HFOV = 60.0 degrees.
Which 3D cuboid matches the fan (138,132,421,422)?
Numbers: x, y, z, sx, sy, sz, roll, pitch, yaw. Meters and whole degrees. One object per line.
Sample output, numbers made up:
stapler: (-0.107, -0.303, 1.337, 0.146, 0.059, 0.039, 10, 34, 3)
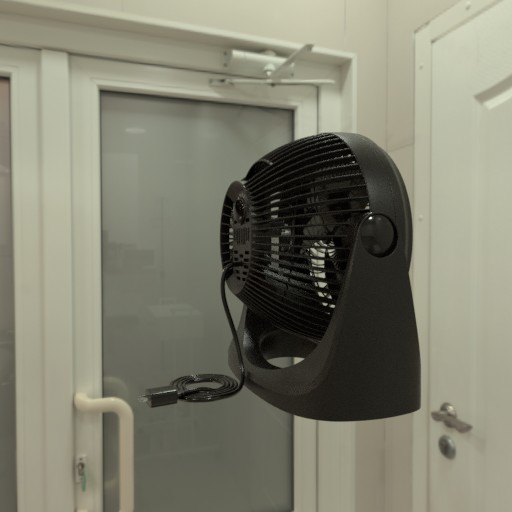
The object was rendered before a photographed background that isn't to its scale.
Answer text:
fan: (0.000, 0.000, 0.484, 0.256, 0.277, 0.273, 0, 1, -19)
